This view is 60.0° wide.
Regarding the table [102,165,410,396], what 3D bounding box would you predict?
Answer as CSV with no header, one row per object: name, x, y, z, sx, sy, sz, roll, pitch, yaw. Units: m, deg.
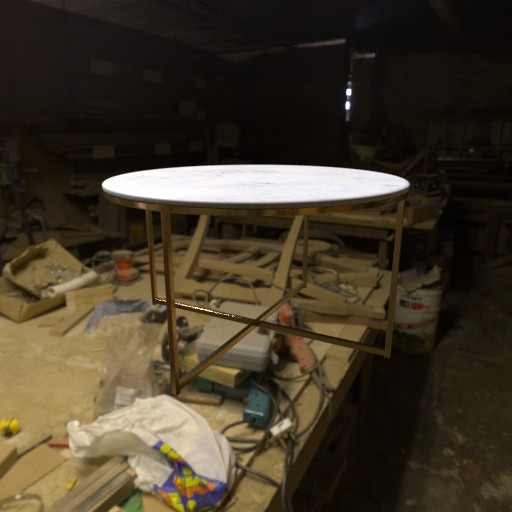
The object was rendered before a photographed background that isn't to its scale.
table,0.000,0.000,1.275,0.800,0.450,0.800,0,16,0
